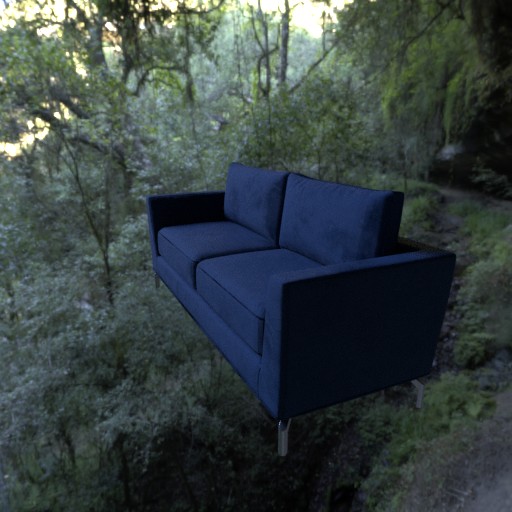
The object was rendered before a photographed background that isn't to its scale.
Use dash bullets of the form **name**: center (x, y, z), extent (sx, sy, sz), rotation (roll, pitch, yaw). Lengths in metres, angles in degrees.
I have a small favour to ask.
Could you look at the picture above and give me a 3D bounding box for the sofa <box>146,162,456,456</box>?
- **sofa**: center (0.000, 0.000, 2.714), extent (0.853, 0.998, 2.212), rotation (-8, 18, -24)
